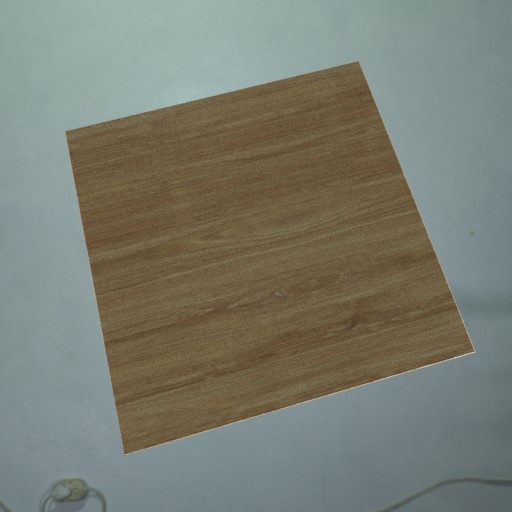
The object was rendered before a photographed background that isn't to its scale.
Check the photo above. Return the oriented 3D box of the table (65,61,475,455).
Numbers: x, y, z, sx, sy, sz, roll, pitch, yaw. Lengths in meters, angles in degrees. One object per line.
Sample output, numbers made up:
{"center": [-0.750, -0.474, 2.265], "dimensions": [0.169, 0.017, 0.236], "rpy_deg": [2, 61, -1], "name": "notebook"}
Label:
{"center": [0.000, 0.000, 1.418], "dimensions": [0.900, 0.450, 0.900], "rpy_deg": [-15, 75, -4], "name": "table"}
